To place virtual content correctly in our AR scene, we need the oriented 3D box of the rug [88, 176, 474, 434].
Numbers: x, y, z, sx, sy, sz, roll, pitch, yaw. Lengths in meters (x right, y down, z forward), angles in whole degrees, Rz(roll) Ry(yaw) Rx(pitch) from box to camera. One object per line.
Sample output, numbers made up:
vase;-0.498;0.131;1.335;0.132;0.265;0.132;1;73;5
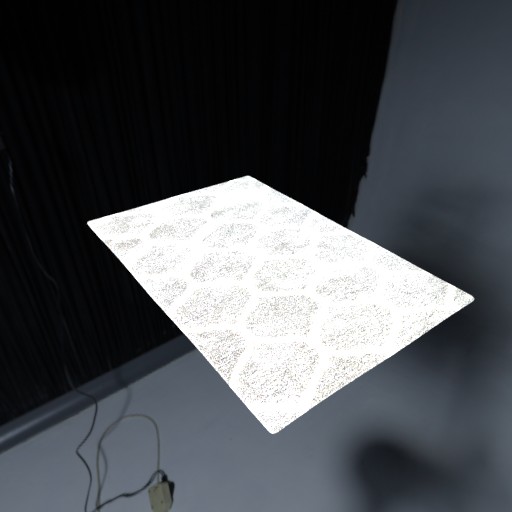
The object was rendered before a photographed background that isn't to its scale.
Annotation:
rug;0.000;0.000;3.537;1.801;0.026;2.701;-22;39;-30
